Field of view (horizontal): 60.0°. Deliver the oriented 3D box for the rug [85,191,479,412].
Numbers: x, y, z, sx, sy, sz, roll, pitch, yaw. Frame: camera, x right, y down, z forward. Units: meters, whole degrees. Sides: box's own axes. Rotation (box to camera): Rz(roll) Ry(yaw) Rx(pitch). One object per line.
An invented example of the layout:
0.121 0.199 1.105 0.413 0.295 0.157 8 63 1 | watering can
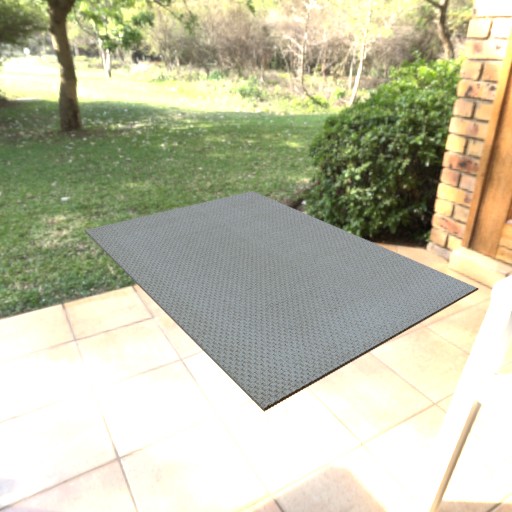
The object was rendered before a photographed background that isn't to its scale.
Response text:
0.000 0.000 2.848 1.509 0.013 2.144 -18 32 -32 | rug
